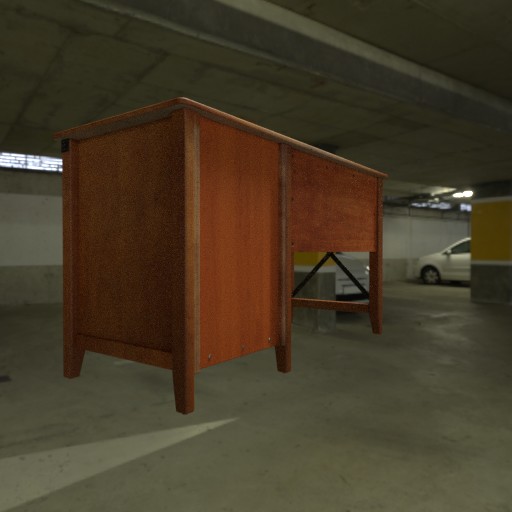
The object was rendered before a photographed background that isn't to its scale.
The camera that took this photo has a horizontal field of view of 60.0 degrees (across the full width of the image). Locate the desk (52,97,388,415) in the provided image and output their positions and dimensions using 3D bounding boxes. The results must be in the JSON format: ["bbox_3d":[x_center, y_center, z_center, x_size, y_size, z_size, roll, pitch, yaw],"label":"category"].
[{"bbox_3d":[0.000,0.000,1.739,0.574,0.756,1.353,1,1,36],"label":"desk"}]
